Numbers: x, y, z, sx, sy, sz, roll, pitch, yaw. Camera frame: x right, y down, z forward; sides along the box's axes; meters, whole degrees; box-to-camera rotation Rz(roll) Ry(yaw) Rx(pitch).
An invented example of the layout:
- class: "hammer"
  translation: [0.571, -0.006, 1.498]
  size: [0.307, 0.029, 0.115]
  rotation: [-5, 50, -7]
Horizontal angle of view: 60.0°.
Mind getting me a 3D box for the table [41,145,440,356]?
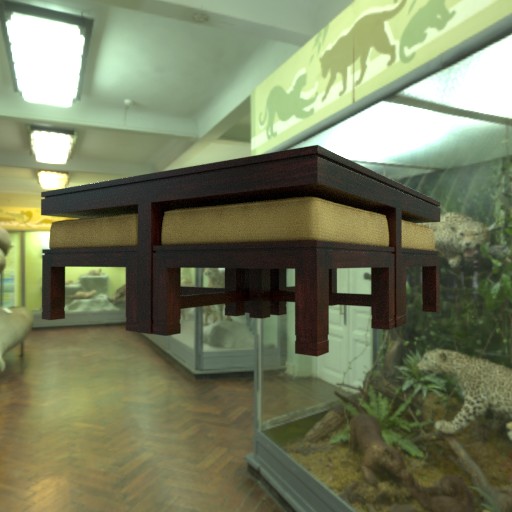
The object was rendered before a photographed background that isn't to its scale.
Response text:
- class: "table"
  translation: [0.000, 0.000, 1.344]
  size: [0.865, 0.356, 0.865]
  rotation: [-1, -1, 35]
